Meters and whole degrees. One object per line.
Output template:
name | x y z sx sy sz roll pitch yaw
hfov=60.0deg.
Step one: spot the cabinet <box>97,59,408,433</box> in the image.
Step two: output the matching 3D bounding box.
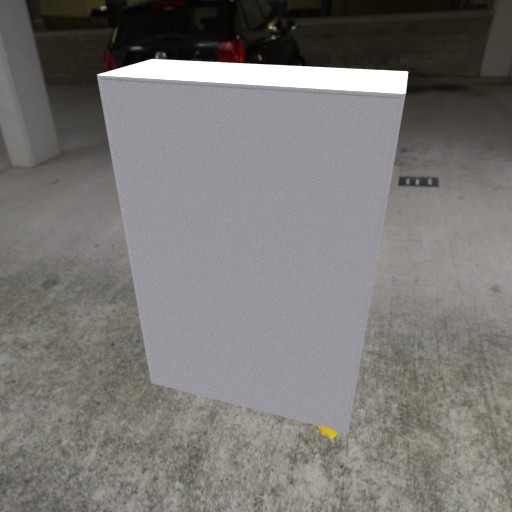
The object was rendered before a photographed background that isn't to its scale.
cabinet | 0.000 0.000 2.470 1.290 1.910 0.510 9 33 15
